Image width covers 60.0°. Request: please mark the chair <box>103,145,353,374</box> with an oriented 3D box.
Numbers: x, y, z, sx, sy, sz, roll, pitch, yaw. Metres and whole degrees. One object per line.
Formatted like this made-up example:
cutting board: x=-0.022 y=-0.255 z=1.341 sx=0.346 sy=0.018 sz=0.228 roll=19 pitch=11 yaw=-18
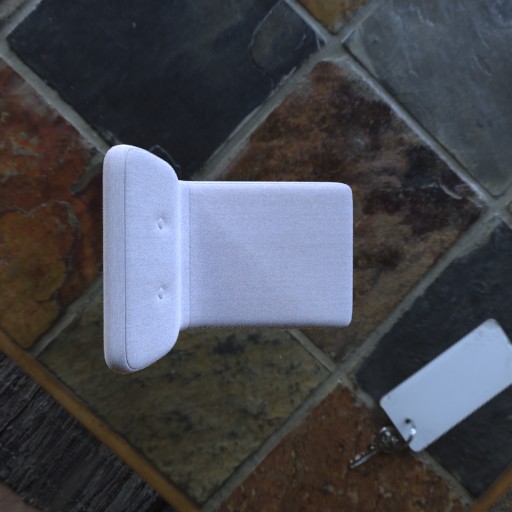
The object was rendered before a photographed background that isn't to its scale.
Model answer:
chair: x=0.000 y=0.000 z=1.200 sx=0.550 sy=0.885 sz=0.435 roll=0 pitch=91 yaw=-1
